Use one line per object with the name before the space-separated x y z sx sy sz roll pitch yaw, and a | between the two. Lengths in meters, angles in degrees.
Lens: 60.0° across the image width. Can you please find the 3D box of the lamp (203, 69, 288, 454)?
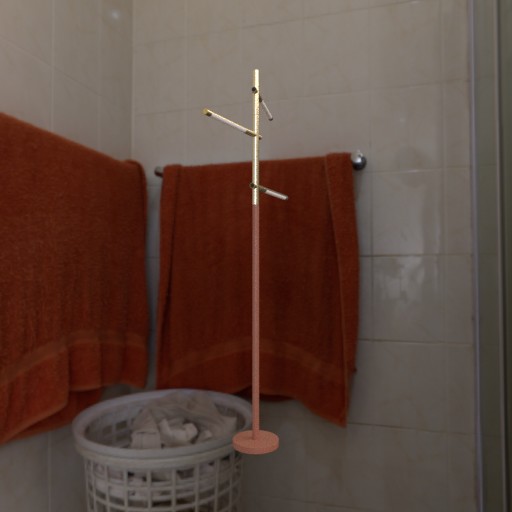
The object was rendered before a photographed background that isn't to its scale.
lamp | 0.000 0.000 2.026 0.209 1.704 0.737 0 -1 18
